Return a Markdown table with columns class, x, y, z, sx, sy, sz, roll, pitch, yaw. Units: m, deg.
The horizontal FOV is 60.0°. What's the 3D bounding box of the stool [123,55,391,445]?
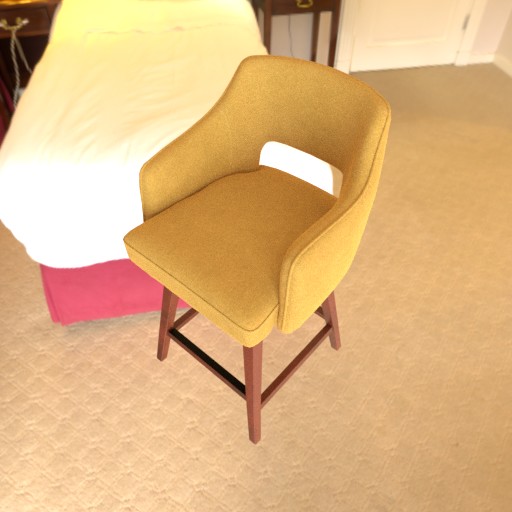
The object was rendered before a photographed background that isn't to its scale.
| class | x | y | z | sx | sy | sz | roll | pitch | yaw |
| --- | --- | --- | --- | --- | --- | --- | --- | --- | --- |
| stool | 0.000 | 0.000 | 1.272 | 0.548 | 0.924 | 0.558 | 32 | 53 | 28 |
